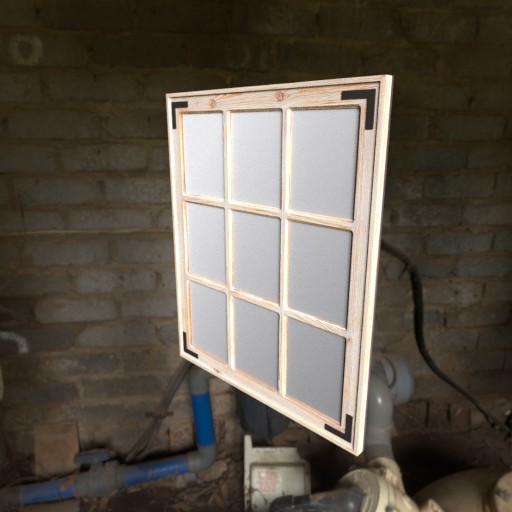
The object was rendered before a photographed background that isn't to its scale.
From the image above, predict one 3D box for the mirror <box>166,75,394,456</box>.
[{"bbox_3d":[0.000,0.000,1.233,0.730,0.882,0.032,15,22,42],"label":"mirror"}]
